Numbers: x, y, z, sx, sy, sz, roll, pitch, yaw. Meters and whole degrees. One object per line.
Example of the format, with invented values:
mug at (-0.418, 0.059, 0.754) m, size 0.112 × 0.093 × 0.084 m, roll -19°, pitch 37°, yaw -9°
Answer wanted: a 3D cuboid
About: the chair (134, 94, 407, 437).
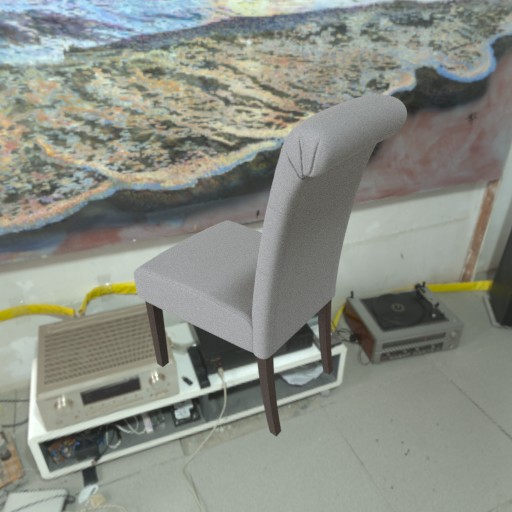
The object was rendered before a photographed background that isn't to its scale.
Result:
chair at (0.000, 0.000, 1.391) m, size 0.671 × 1.006 × 0.456 m, roll 22°, pitch 38°, yaw 32°
